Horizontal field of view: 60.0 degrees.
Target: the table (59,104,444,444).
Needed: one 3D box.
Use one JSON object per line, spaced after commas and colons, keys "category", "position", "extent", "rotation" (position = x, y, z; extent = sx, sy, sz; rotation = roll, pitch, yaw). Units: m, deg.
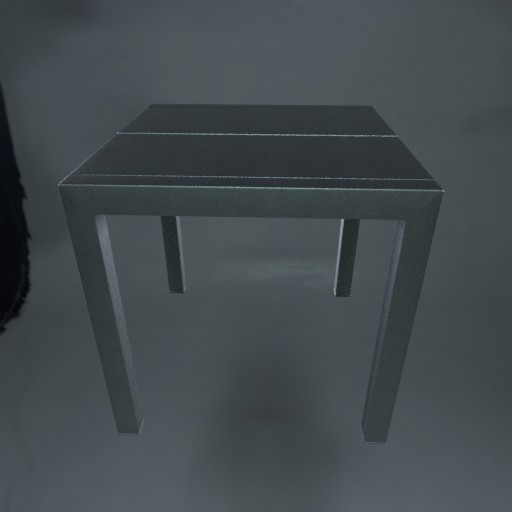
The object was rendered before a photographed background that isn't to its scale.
{"category": "table", "position": [0.000, 0.000, 0.926], "extent": [0.508, 0.508, 0.508], "rotation": [1, 31, 2]}
